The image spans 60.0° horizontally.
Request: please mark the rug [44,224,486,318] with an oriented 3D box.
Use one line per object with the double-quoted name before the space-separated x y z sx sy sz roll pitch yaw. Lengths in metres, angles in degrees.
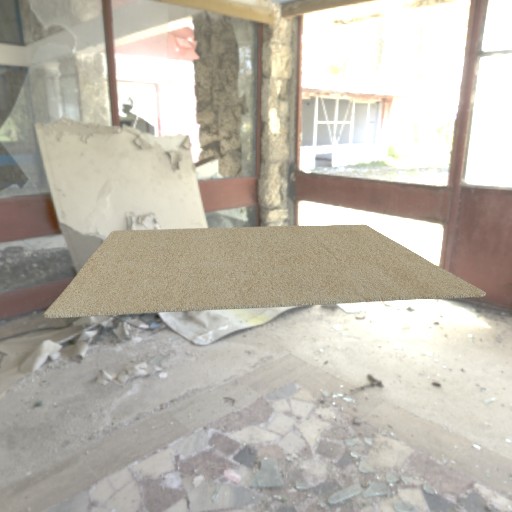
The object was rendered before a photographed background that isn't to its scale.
"rug" 0.000 0.000 4.091 3.001 0.025 2.401 -2 16 -7
